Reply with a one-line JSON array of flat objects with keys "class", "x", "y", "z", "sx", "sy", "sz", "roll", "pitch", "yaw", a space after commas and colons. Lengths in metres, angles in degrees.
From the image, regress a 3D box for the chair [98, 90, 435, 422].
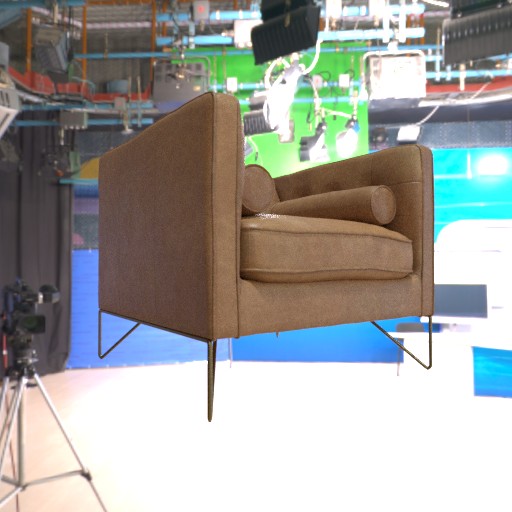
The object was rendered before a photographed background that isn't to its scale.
[{"class": "chair", "x": 0.000, "y": 0.000, "z": 1.640, "sx": 0.920, "sy": 0.797, "sz": 0.912, "roll": 1, "pitch": -1, "yaw": -36}]
